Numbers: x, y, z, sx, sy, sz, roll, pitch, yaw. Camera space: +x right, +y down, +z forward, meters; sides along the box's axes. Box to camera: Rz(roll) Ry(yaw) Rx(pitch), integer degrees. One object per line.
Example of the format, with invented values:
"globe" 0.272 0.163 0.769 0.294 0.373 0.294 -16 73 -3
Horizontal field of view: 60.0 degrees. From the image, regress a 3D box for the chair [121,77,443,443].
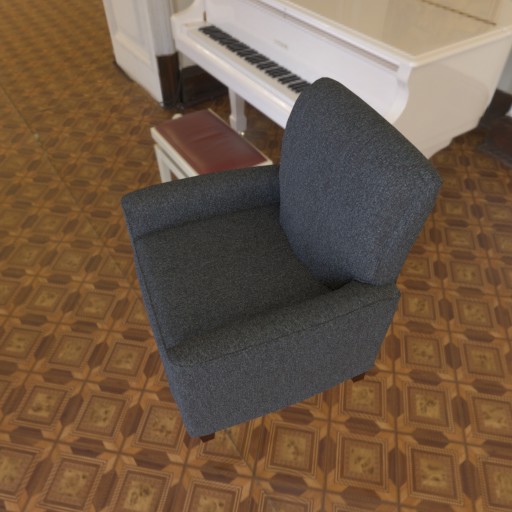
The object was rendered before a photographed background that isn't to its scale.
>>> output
"chair" 0.000 0.000 1.614 0.850 1.016 0.839 -16 49 -15
